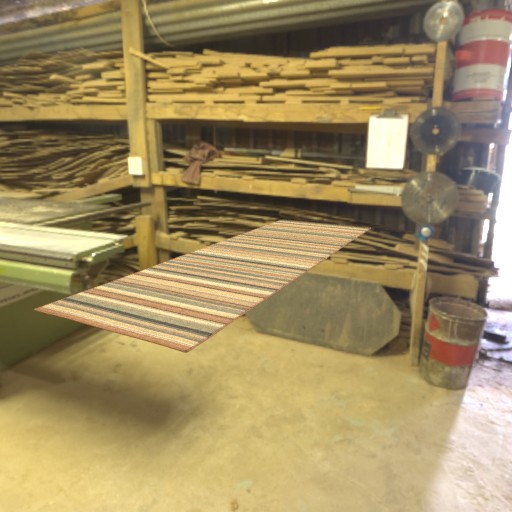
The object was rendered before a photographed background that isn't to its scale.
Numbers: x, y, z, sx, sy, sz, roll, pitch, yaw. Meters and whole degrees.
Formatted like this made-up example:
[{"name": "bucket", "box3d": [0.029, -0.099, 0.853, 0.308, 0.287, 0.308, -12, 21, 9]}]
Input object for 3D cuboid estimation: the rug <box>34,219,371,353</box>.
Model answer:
[{"name": "rug", "box3d": [0.000, 0.000, 2.702, 0.799, 0.010, 2.444, 8, 17, 27]}]
